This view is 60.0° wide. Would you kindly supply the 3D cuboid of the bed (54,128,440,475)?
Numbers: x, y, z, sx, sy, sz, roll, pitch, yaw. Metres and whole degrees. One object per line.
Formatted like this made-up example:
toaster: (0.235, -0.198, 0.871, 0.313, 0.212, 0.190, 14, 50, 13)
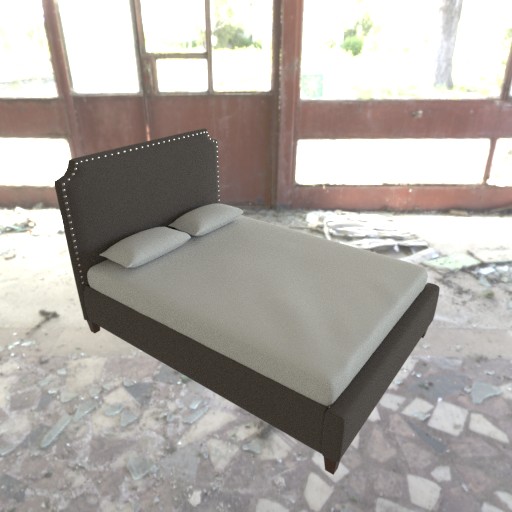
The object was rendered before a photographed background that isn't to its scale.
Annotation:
bed: (0.000, 0.000, 3.391, 2.372, 1.443, 1.713, 19, 32, 32)
